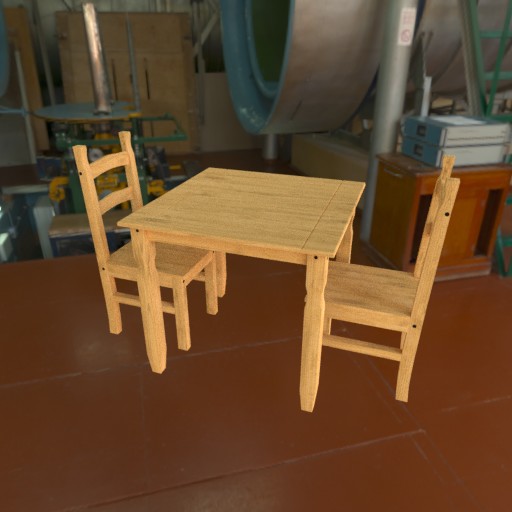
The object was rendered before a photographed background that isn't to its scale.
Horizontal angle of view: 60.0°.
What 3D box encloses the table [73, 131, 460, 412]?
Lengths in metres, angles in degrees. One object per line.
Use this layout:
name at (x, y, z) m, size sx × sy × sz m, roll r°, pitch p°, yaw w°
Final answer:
table at (0.000, 0.000, 1.991) m, size 1.501 × 0.942 × 0.813 m, roll 9°, pitch 28°, yaw 17°
